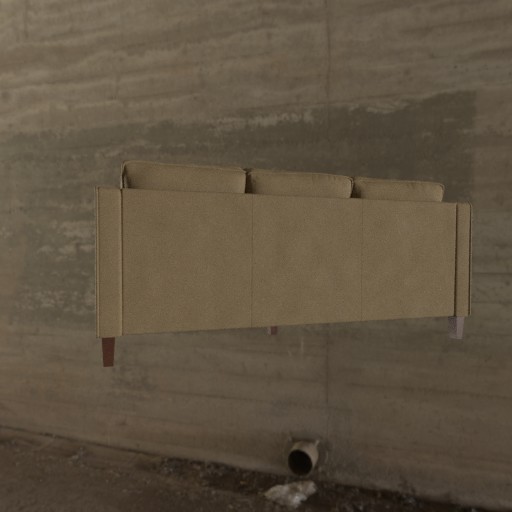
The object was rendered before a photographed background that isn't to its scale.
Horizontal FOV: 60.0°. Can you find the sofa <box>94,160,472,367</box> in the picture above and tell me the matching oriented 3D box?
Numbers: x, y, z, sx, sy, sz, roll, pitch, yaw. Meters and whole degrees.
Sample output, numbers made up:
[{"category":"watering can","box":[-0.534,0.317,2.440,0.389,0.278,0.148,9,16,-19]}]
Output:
[{"category":"sofa","box":[0.000,0.000,3.363,2.317,1.066,1.858,0,1,-19]}]
